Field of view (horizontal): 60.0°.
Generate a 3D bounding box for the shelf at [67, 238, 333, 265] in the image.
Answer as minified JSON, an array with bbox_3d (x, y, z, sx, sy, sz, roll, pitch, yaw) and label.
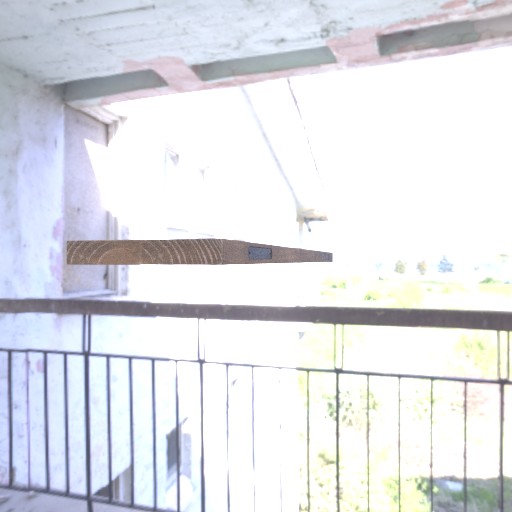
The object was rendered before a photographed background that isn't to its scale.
[{"bbox_3d":[0.000,0.000,0.639,0.140,0.020,0.610,0,-1,17],"label":"shelf"}]
